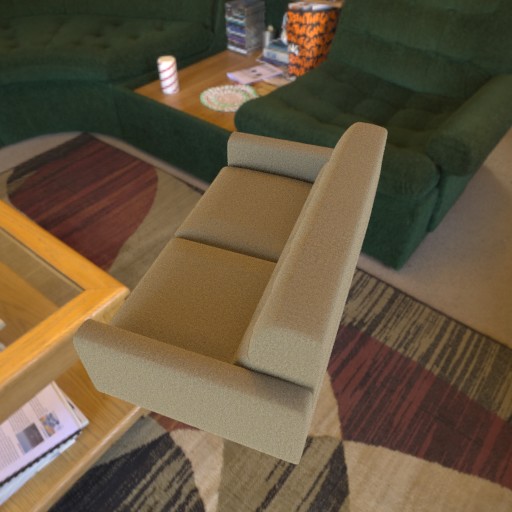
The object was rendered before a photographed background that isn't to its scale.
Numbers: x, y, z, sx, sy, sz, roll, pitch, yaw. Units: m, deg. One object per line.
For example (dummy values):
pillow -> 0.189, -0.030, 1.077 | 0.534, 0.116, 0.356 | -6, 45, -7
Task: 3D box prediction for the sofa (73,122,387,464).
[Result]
sofa -> 0.000, 0.000, 2.228 | 0.952, 0.925, 1.651 | 15, 47, 14
